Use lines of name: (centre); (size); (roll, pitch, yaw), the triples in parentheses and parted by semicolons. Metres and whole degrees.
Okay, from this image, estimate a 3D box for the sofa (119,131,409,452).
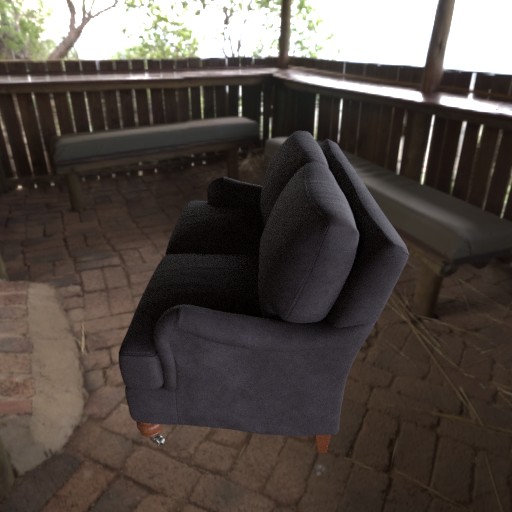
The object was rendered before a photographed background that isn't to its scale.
sofa: (0.000, 0.000, 2.498); (1.084, 1.101, 1.853); (0, 26, 1)
